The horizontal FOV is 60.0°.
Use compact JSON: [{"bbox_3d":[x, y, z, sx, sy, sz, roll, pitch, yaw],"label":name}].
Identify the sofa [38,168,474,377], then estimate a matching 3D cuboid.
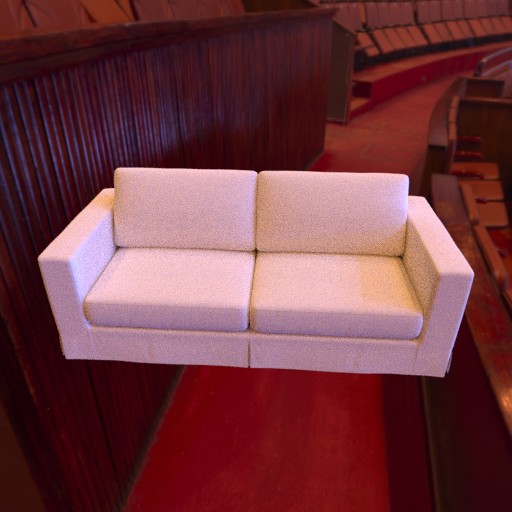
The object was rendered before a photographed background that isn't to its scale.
[{"bbox_3d":[0.000,0.000,2.647,2.163,0.881,0.954,2,31,3],"label":"sofa"}]
